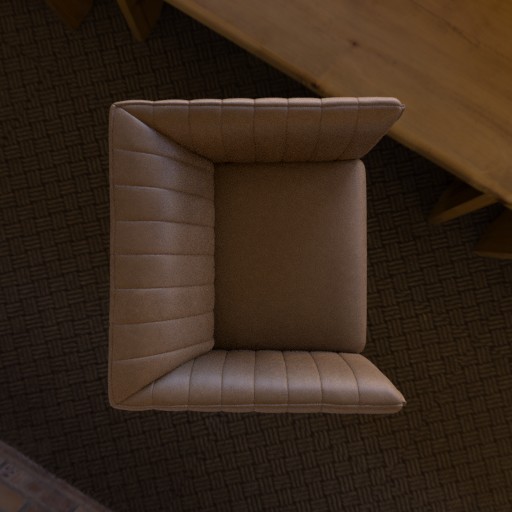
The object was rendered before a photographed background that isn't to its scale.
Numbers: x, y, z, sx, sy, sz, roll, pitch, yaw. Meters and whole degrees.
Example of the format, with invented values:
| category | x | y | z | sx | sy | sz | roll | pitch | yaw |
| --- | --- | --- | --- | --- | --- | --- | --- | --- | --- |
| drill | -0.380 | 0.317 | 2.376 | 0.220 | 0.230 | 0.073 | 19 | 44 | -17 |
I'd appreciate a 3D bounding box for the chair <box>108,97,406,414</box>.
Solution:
| category | x | y | z | sx | sy | sz | roll | pitch | yaw |
| --- | --- | --- | --- | --- | --- | --- | --- | --- | --- |
| chair | 0.000 | 0.000 | 1.655 | 0.876 | 0.779 | 0.981 | 0 | 89 | 0 |
